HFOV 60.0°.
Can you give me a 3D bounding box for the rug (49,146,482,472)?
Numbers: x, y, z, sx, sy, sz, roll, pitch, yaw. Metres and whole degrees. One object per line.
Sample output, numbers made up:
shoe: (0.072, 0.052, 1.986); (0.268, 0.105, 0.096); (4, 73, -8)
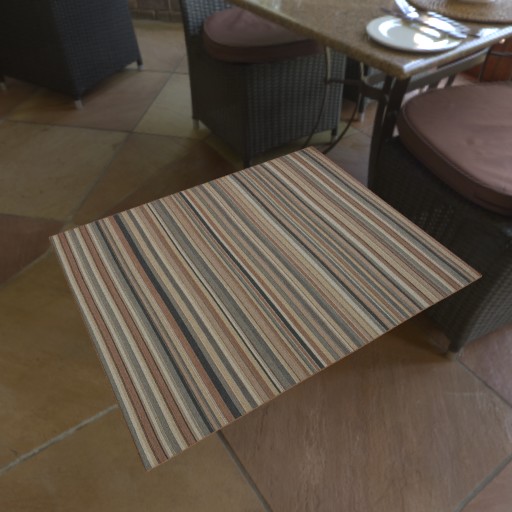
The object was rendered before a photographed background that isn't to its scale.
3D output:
rug: (0.000, 0.000, 3.950); (3.045, 0.011, 2.436); (-24, 50, -22)
